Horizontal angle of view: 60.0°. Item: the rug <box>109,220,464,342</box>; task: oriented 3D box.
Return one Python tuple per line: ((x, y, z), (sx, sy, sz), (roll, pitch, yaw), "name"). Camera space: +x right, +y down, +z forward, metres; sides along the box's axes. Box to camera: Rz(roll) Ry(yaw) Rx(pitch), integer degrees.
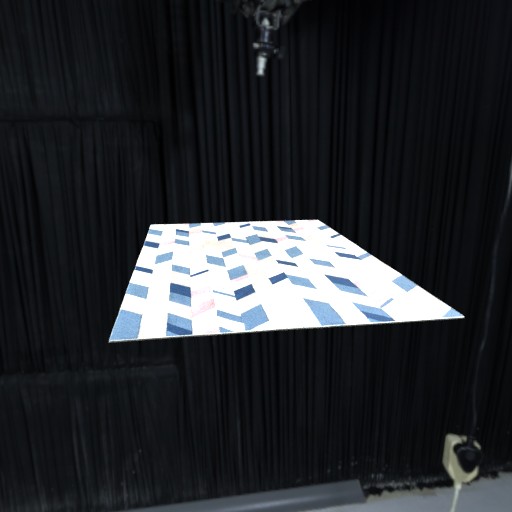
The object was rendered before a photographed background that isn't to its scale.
((0.000, 0.000, 2.307), (1.202, 0.006, 1.813), (-2, 16, -8), "rug")
